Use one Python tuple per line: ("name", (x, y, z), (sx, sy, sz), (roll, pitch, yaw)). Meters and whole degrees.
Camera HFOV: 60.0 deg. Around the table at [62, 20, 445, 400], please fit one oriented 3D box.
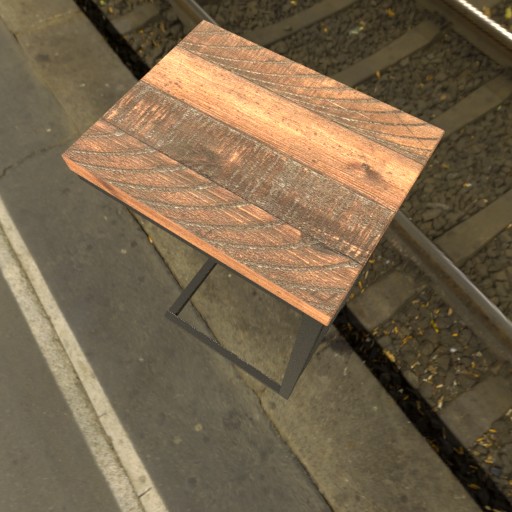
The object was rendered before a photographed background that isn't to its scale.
("table", (0.000, 0.000, 0.925), (0.414, 0.718, 0.323), (31, 68, 14))
